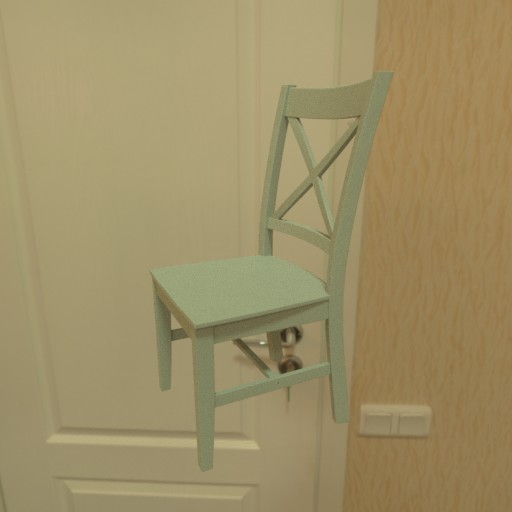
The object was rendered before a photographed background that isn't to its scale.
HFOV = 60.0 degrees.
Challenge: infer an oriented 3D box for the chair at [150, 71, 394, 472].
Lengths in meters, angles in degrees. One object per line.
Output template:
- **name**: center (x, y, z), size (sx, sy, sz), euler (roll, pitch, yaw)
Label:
- **chair**: center (0.000, 0.000, 1.299), size (0.542, 0.983, 0.485), euler (-8, 19, -25)
